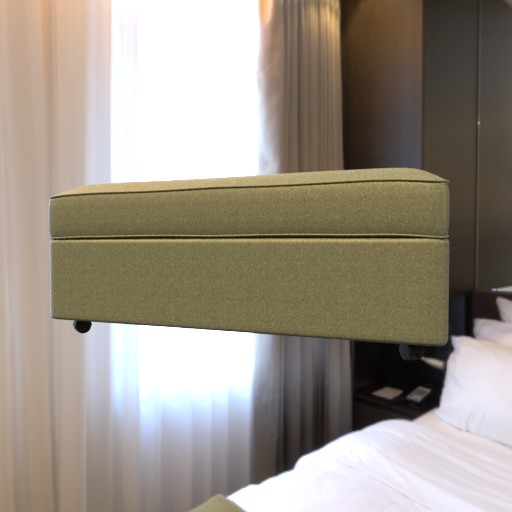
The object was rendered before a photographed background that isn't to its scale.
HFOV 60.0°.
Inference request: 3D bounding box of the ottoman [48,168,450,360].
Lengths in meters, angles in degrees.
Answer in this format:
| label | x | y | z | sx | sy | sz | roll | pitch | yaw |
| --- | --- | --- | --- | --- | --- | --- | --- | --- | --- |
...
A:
| label | x | y | z | sx | sy | sz | roll | pitch | yaw |
| --- | --- | --- | --- | --- | --- | --- | --- | --- | --- |
| ottoman | 0.000 | 0.000 | 1.509 | 1.173 | 0.494 | 0.681 | 1 | 2 | 20 |
